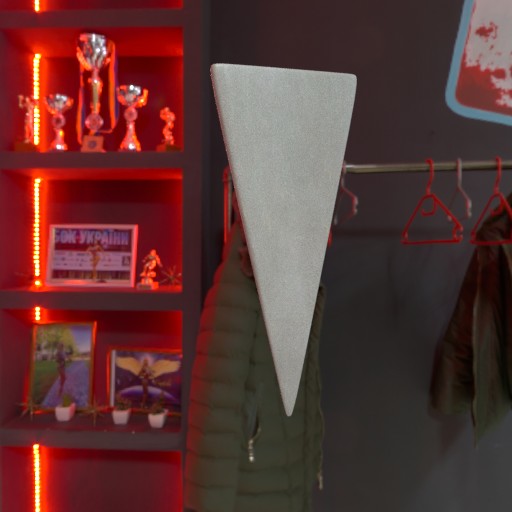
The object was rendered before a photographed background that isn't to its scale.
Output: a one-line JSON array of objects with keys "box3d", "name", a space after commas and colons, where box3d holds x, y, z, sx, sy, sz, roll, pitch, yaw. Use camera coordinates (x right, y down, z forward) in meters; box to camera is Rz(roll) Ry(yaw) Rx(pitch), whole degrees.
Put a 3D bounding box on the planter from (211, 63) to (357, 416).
[{"box3d": [0.000, 0.000, 0.160, 0.058, 0.130, 0.047, 1, 1, 36], "name": "planter"}]
